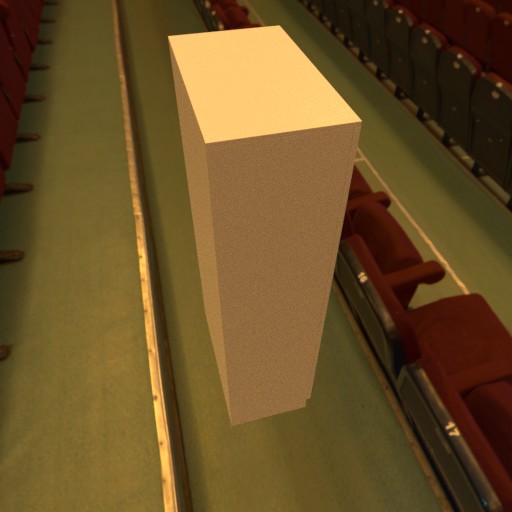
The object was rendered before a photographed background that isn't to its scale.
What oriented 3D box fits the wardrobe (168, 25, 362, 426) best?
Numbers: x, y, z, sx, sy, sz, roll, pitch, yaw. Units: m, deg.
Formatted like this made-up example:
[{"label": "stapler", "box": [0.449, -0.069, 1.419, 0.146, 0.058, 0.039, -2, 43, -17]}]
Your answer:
[{"label": "wardrobe", "box": [0.000, 0.000, 2.033, 0.470, 1.700, 0.760, -11, 47, -10]}]
